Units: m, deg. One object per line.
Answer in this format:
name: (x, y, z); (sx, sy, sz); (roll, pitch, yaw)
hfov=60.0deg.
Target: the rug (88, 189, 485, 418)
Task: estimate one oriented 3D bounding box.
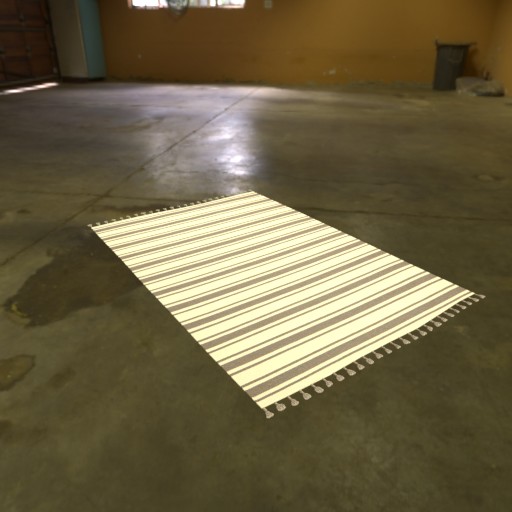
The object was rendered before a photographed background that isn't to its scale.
rug: (0.000, 0.000, 3.016); (1.563, 0.014, 2.425); (-17, 31, -31)
